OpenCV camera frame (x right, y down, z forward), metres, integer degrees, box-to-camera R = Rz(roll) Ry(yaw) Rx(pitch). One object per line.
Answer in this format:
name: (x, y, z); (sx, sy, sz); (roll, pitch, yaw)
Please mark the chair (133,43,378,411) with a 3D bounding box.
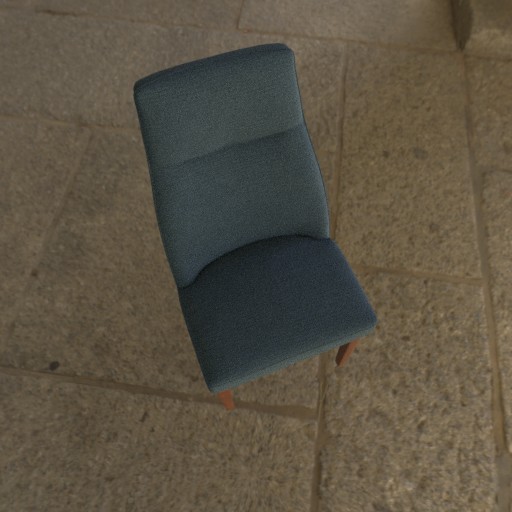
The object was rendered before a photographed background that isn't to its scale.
chair: (0.000, 0.000, 1.280); (0.500, 0.930, 0.620); (-19, 65, -9)
